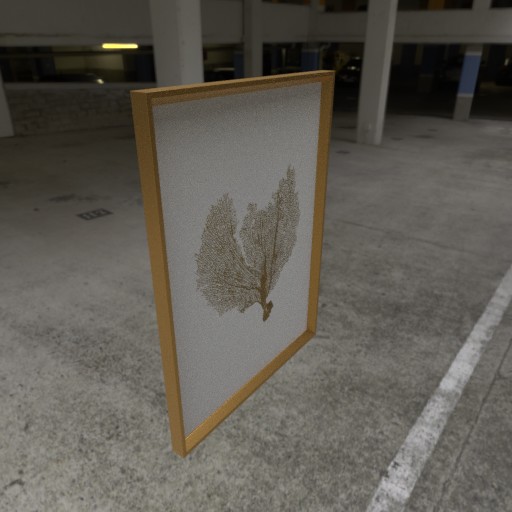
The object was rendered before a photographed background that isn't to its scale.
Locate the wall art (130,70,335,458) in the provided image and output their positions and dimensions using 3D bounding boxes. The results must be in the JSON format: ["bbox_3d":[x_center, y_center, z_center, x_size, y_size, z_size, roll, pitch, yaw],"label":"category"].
[{"bbox_3d":[0.000,0.000,1.089,0.038,0.812,0.610,19,32,33],"label":"wall art"}]
